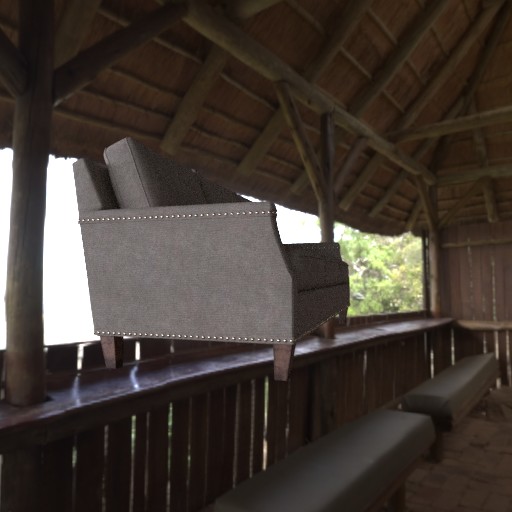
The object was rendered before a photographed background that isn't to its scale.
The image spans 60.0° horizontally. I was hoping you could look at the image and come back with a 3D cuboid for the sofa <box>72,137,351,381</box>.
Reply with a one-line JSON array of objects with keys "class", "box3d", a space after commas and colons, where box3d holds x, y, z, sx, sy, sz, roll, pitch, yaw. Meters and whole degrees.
[{"class": "sofa", "box3d": [0.000, 0.000, 2.830, 1.034, 1.042, 2.226, -1, -3, 17]}]
